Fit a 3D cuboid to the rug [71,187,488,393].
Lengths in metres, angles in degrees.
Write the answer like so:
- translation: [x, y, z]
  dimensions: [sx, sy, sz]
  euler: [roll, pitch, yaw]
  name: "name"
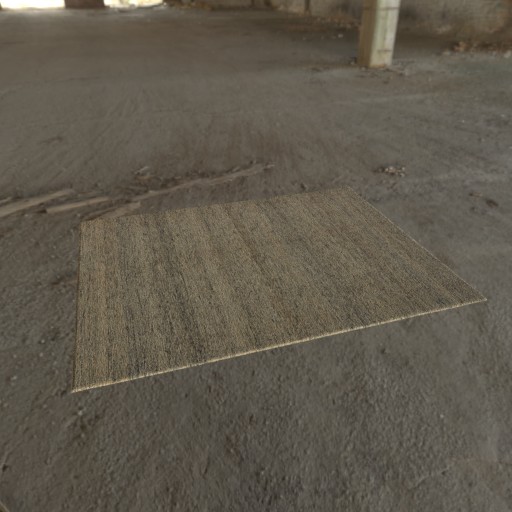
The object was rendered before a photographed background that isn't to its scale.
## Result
- translation: [0.000, 0.000, 4.179]
  dimensions: [3.199, 0.036, 2.414]
  euler: [-9, 33, -15]
  name: "rug"
